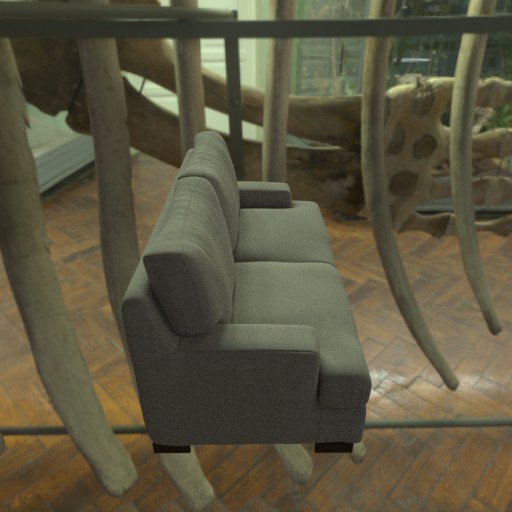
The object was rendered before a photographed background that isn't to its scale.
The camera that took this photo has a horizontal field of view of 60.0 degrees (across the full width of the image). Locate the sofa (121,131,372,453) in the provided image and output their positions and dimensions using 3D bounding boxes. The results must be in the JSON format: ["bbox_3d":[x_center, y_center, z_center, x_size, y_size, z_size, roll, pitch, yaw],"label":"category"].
[{"bbox_3d":[0.000,0.000,2.483,0.962,0.980,1.855,0,30,0],"label":"sofa"}]
